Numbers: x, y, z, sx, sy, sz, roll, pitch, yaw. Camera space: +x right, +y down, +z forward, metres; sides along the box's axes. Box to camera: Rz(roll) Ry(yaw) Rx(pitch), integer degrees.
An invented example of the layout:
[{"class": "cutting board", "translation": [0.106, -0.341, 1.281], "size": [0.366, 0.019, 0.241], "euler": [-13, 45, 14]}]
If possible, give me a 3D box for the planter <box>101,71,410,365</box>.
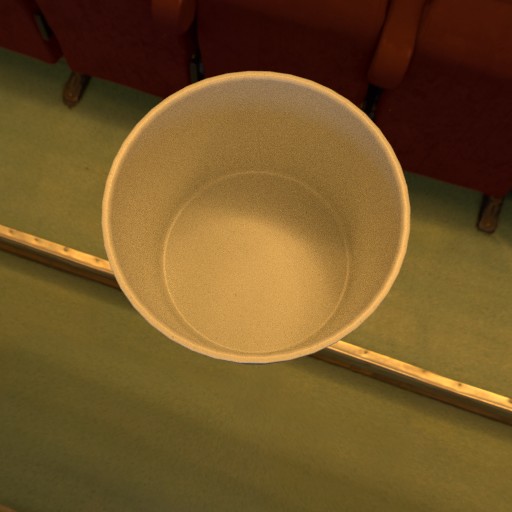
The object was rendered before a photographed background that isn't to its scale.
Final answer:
[{"class": "planter", "translation": [0.000, 0.000, 0.403], "size": [0.192, 0.263, 0.192], "euler": [0, 76, 0]}]
